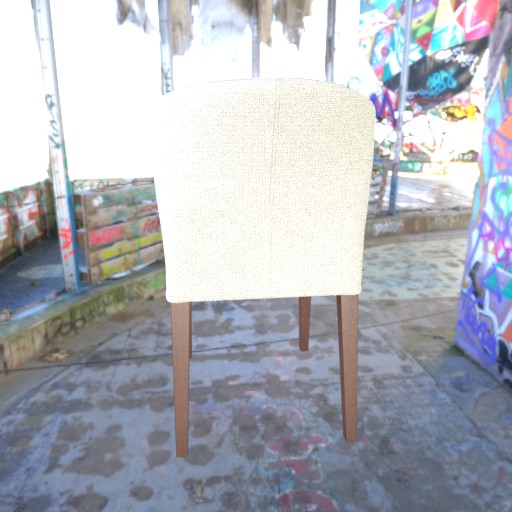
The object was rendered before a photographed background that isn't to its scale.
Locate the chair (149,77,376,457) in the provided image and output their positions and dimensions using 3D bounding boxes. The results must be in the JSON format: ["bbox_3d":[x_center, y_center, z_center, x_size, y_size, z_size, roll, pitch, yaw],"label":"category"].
[{"bbox_3d":[0.000,0.000,1.197,0.491,0.839,0.589,-2,15,-7],"label":"chair"}]
